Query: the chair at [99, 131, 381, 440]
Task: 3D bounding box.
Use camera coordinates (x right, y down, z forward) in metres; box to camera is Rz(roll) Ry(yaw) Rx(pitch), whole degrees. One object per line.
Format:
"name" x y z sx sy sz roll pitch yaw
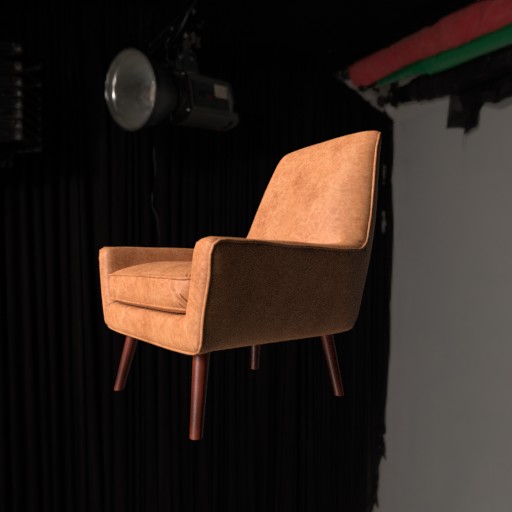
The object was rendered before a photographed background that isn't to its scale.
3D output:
"chair" 0.000 0.000 1.492 0.851 0.883 0.753 1 -2 -37
